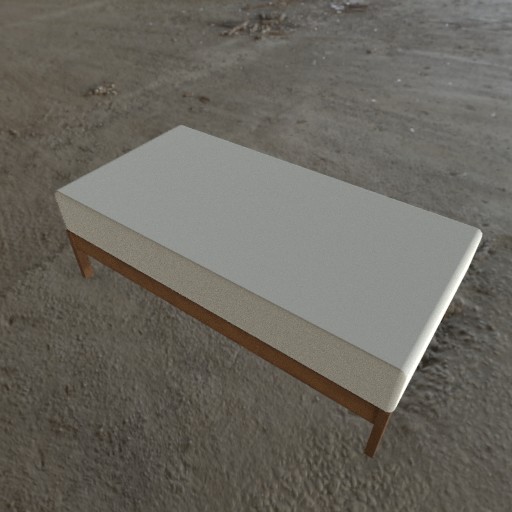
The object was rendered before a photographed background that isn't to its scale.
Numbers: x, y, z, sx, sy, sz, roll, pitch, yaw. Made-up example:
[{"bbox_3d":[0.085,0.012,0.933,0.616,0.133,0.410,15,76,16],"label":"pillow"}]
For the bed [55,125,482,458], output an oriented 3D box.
[{"bbox_3d":[0.000,0.000,2.361,1.902,0.616,0.961,25,48,26],"label":"bed"}]
